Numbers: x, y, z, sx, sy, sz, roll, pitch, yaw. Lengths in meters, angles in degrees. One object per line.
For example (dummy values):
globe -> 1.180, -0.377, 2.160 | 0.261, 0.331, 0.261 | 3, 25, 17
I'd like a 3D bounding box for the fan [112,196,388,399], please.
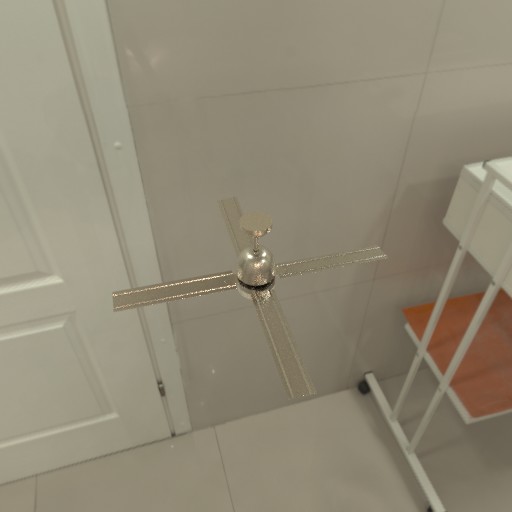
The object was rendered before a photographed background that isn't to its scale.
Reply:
fan -> 0.000, 0.000, 2.059 | 1.346, 0.406, 1.346 | -11, 43, -12
